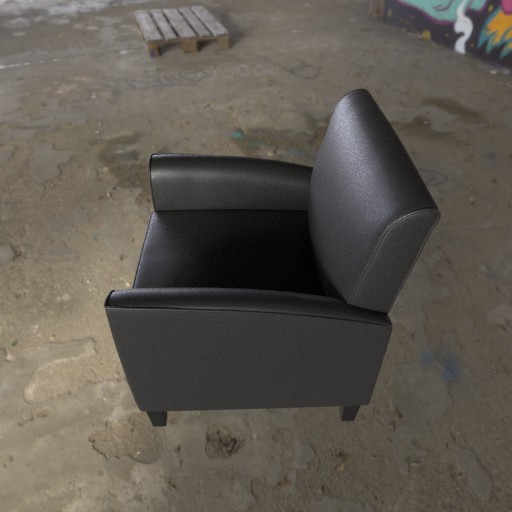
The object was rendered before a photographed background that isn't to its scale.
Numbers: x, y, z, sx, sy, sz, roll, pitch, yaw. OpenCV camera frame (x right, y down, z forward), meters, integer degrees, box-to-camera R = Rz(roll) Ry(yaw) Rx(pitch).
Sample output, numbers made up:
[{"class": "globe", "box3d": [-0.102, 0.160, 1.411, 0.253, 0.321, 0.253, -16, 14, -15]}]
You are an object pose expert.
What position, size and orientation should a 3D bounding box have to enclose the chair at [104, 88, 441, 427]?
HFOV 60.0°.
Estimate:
[{"class": "chair", "box3d": [0.000, 0.000, 1.544, 0.819, 0.916, 0.820, -1, 41, -1]}]
